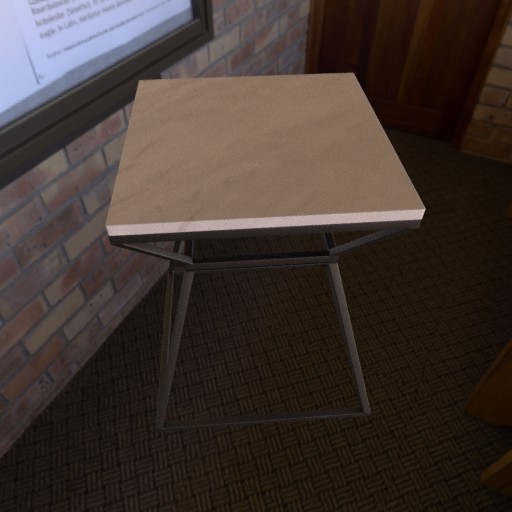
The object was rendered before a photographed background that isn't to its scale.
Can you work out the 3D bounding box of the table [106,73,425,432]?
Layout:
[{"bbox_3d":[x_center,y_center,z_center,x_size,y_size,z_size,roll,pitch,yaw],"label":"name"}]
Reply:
[{"bbox_3d":[0.000,0.000,0.898,0.455,0.559,0.455,-3,46,-3],"label":"table"}]
